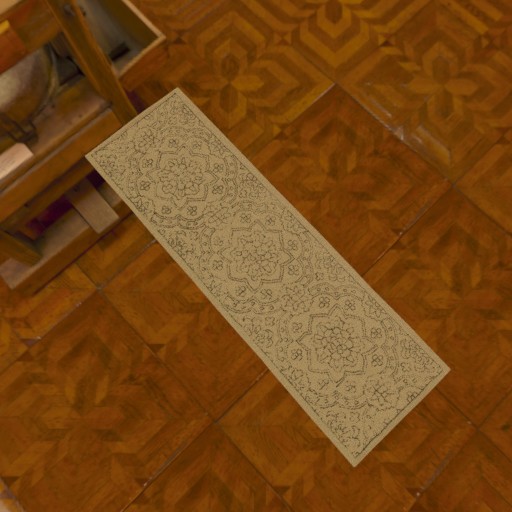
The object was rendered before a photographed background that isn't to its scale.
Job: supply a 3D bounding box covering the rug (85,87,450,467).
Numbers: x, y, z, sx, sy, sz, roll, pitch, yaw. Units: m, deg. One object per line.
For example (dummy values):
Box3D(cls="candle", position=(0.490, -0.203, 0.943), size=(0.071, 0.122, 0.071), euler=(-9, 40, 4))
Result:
Box3D(cls="rug", position=(0.000, 0.000, 2.661), size=(0.769, 0.012, 2.448), euler=(-41, 79, -10))
